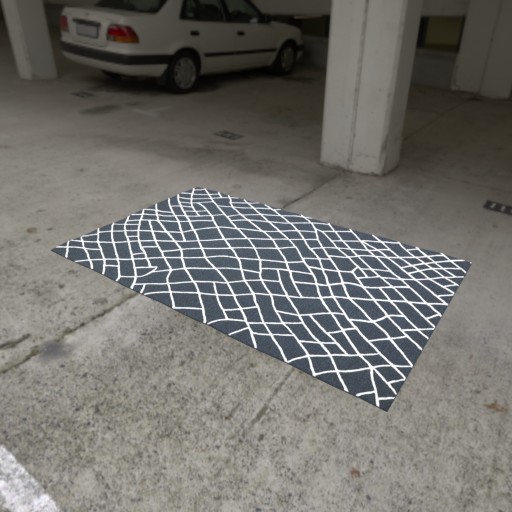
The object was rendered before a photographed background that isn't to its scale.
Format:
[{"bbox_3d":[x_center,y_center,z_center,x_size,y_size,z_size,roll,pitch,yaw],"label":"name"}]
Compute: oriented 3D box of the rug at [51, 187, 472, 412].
[{"bbox_3d":[0.000,0.000,3.022,2.448,0.017,1.529,19,35,30],"label":"rug"}]
